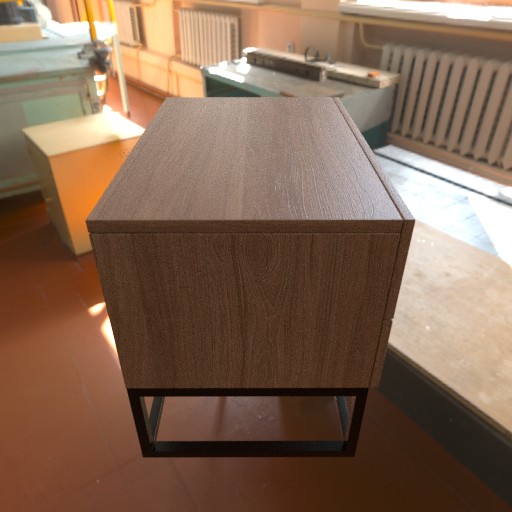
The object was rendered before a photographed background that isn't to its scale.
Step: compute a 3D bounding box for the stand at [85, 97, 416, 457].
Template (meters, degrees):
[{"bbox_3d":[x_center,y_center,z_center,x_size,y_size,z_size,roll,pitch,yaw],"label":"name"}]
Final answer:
[{"bbox_3d":[0.000,0.000,0.931,0.420,0.500,0.600,0,33,0],"label":"stand"}]
